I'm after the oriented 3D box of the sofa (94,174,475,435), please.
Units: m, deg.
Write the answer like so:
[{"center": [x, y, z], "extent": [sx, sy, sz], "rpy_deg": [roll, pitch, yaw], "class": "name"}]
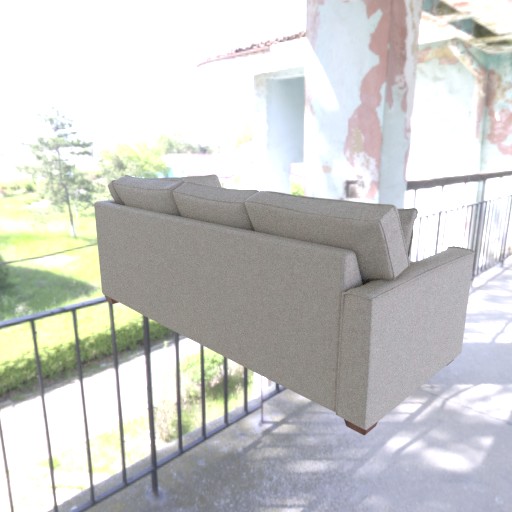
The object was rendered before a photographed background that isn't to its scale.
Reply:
[{"center": [0.000, 0.000, 2.823], "extent": [1.061, 0.962, 2.317], "rpy_deg": [-14, 20, -43], "class": "sofa"}]
